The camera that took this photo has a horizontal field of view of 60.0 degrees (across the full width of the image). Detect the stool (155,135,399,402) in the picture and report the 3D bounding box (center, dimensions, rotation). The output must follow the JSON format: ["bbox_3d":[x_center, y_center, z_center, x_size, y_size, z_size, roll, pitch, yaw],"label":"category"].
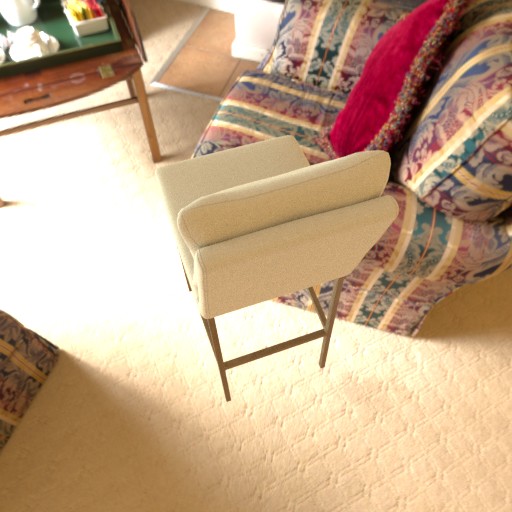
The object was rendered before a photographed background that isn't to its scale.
[{"bbox_3d":[0.000,0.000,1.418,0.463,1.125,0.572,-17,60,-10],"label":"stool"}]
